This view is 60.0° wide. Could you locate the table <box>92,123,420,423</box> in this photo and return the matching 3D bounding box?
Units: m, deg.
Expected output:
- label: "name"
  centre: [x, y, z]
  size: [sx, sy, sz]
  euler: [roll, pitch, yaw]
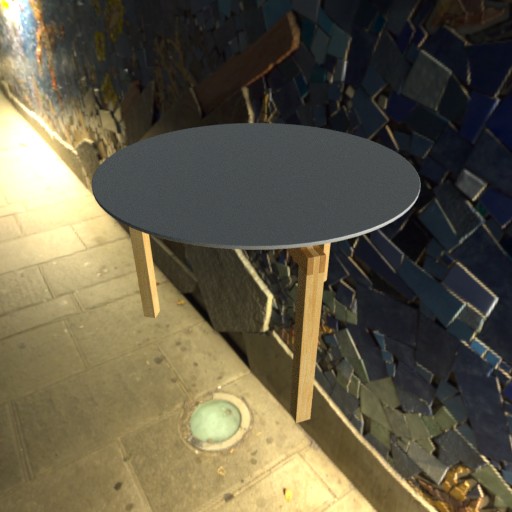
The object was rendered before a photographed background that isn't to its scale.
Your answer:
- label: "table"
  centre: [0.000, 0.000, 0.954]
  size: [0.600, 0.405, 0.600]
  euler: [0, 32, 0]
